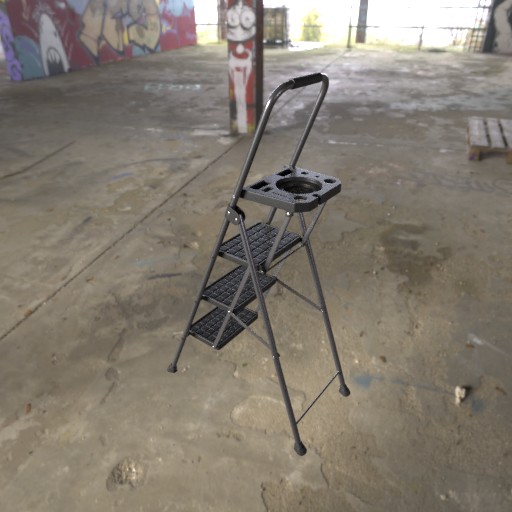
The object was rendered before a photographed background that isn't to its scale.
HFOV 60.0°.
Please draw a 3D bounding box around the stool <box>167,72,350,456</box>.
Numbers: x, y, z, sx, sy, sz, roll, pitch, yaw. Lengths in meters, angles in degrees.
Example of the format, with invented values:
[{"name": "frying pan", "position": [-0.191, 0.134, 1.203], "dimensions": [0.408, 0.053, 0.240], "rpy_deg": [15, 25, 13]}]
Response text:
[{"name": "stool", "position": [0.000, 0.000, 1.636], "dimensions": [0.733, 1.277, 0.396], "rpy_deg": [21, 36, 32]}]
